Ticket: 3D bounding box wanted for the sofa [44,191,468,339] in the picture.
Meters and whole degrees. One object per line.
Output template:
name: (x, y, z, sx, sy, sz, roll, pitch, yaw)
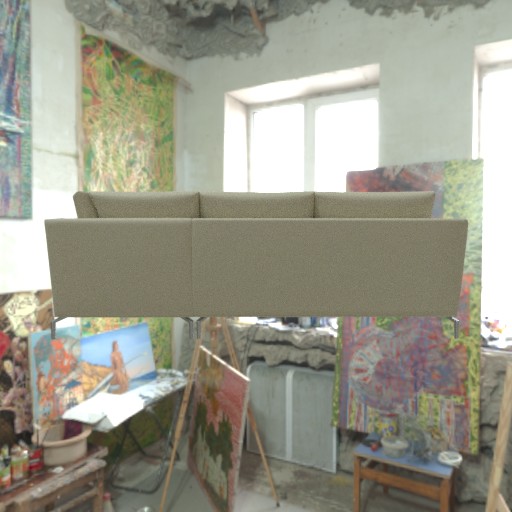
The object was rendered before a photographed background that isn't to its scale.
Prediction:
sofa: (0.000, 0.000, 3.718, 2.430, 0.867, 2.448, 0, 2, 0)
